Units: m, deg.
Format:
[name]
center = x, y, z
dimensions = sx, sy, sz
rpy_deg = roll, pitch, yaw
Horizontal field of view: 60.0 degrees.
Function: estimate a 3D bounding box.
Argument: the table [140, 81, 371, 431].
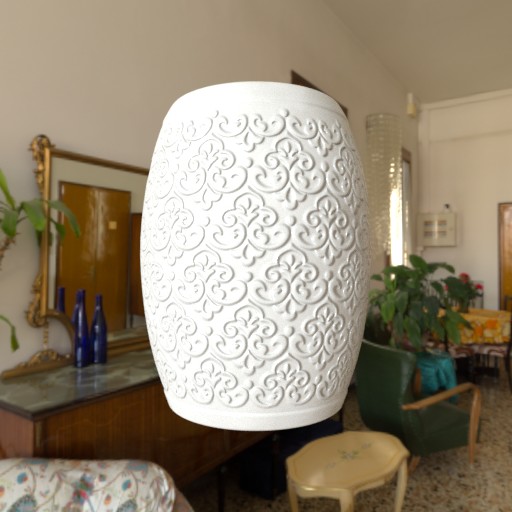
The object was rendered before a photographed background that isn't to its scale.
[table]
center = 0.000, 0.000, 0.612
dimensions = 0.309, 0.397, 0.309
rpy_deg = 0, 0, 0
